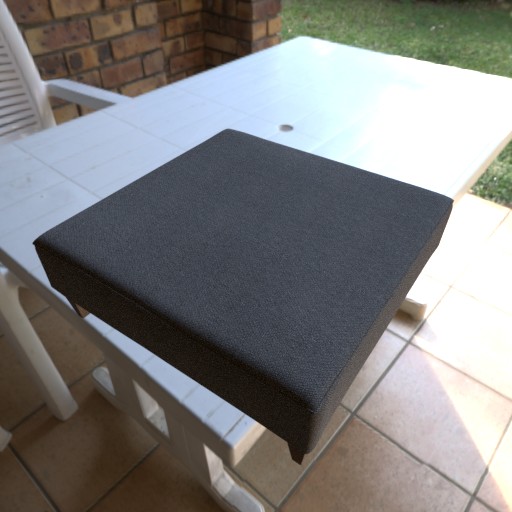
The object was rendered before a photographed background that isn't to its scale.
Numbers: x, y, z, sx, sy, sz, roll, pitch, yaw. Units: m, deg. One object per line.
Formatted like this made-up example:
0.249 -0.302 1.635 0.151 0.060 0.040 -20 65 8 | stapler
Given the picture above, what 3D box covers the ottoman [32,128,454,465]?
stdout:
0.000 0.000 1.504 0.981 0.378 0.970 25 46 26 | ottoman
